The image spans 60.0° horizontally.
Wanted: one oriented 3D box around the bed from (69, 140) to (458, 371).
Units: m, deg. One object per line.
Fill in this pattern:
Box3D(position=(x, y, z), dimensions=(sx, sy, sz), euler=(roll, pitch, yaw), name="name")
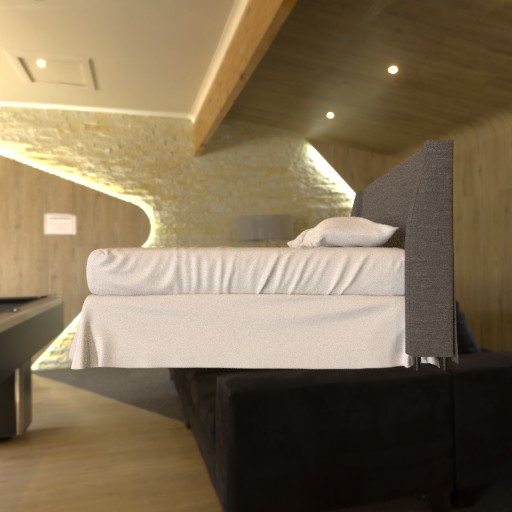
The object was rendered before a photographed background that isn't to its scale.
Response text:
Box3D(position=(0.000, 0.000, 3.438), dimensions=(2.276, 1.332, 1.925), euler=(0, -1, 0), name="bed")
